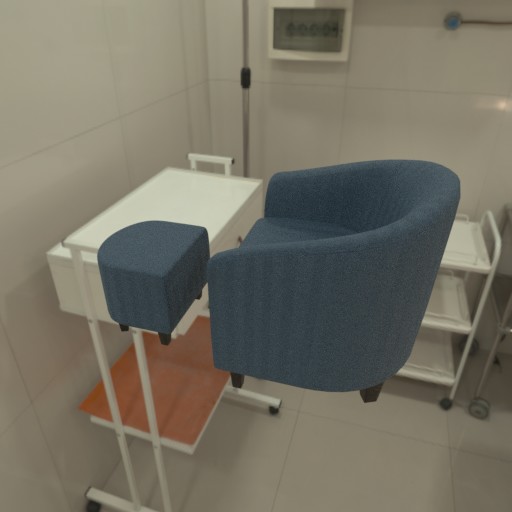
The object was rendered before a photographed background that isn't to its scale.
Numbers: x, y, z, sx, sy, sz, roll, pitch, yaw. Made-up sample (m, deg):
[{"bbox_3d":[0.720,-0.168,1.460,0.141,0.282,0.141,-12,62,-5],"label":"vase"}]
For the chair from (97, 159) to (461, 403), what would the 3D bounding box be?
[{"bbox_3d":[0.000,0.000,1.673,1.288,0.757,0.756,9,32,14],"label":"chair"}]
